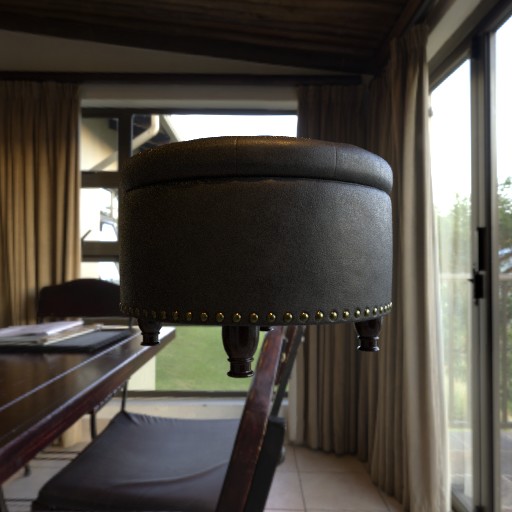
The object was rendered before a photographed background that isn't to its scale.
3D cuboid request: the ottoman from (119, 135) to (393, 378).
[{"bbox_3d":[0.000,0.000,1.079,0.637,0.442,0.637,0,-1,0],"label":"ottoman"}]
